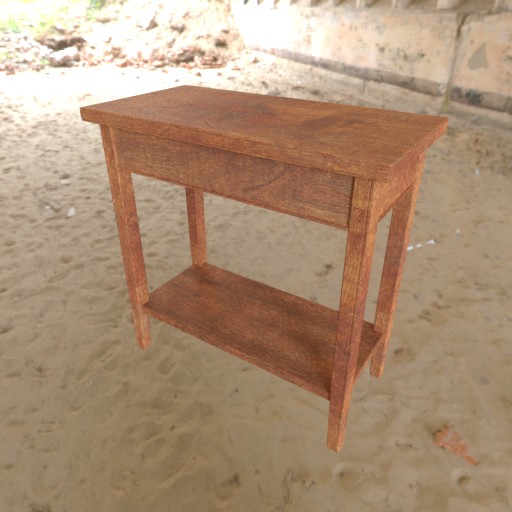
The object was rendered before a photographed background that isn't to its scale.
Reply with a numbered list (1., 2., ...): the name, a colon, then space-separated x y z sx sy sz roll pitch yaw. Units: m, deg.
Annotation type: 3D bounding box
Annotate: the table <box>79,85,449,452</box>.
1. table: 0.000 0.000 0.964 0.610 0.610 0.305 18 35 28
